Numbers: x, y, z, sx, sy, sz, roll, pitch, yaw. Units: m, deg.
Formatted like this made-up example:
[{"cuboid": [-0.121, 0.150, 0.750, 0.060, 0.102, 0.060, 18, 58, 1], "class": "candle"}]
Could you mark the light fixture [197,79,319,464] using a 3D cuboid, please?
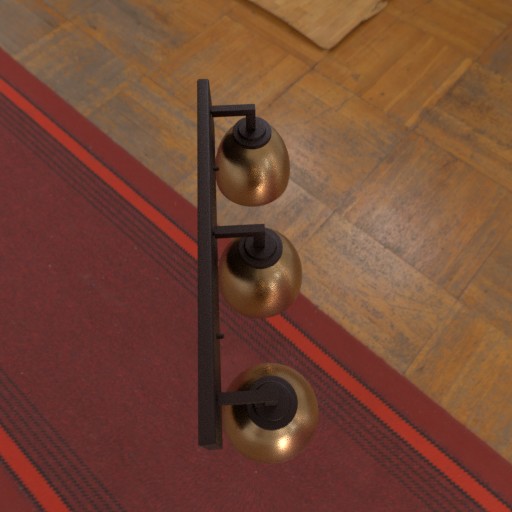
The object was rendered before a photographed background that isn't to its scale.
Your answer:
[{"cuboid": [0.000, 0.000, 0.685, 0.157, 0.204, 0.582, -3, 64, -2], "class": "light fixture"}]
